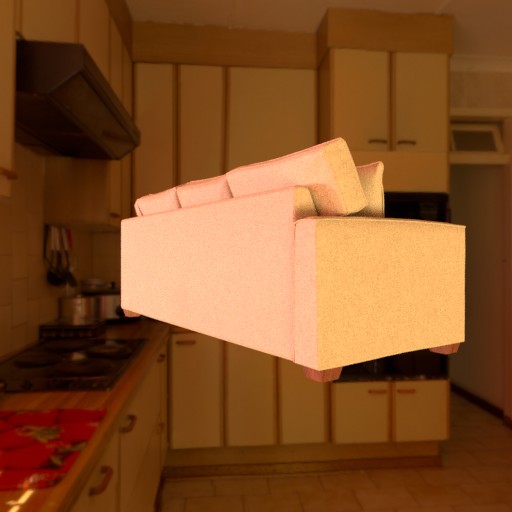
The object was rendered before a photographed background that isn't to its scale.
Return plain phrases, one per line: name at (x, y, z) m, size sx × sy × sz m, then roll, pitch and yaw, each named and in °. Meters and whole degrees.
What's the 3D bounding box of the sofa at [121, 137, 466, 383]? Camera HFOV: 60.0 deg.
sofa at (0.000, 0.000, 2.881) m, size 1.061 × 0.962 × 2.317 m, roll 0°, pitch 0°, yaw -35°
